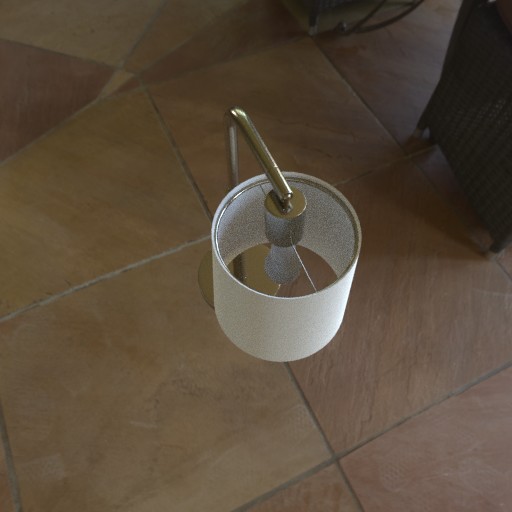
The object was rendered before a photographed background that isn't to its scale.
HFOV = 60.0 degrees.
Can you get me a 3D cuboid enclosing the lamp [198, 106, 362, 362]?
[{"bbox_3d":[0.000,0.000,0.639,0.171,0.489,0.333,-20,64,-10],"label":"lamp"}]
